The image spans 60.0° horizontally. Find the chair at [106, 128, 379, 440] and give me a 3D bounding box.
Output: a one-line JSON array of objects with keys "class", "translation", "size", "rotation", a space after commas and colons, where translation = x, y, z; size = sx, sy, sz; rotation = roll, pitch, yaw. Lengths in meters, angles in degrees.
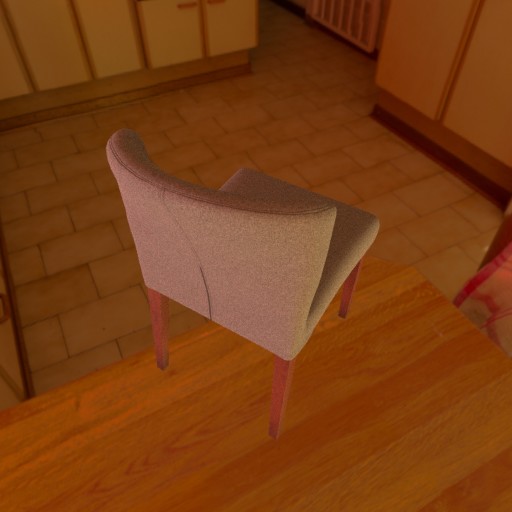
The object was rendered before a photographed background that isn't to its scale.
[{"class": "chair", "translation": [0.000, 0.000, 1.185], "size": [0.491, 0.839, 0.592], "rotation": [24, 51, 21]}]
